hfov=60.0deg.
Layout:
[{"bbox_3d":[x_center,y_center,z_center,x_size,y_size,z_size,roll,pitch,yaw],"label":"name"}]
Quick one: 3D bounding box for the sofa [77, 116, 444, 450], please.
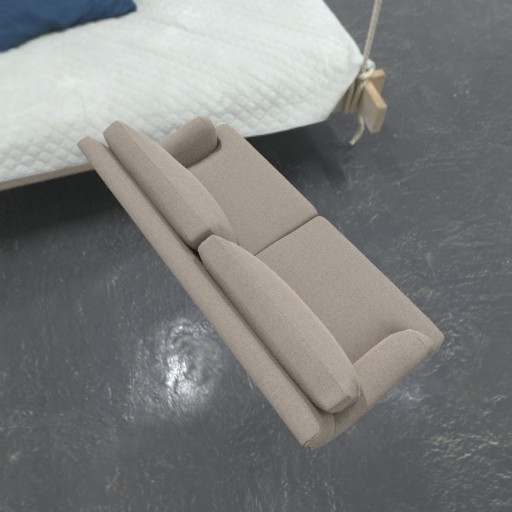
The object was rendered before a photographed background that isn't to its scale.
[{"bbox_3d":[0.000,0.000,2.728,1.087,1.054,2.160,-33,64,-18],"label":"sofa"}]
